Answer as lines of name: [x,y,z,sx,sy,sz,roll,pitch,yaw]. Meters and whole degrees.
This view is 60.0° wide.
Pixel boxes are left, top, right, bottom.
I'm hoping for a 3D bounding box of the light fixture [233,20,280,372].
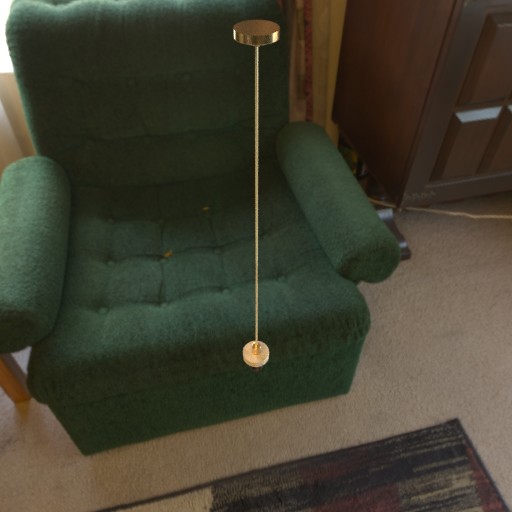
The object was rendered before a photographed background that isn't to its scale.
light fixture: [0.000,0.000,1.735,0.129,1.669,0.129,-23,49,-22]
